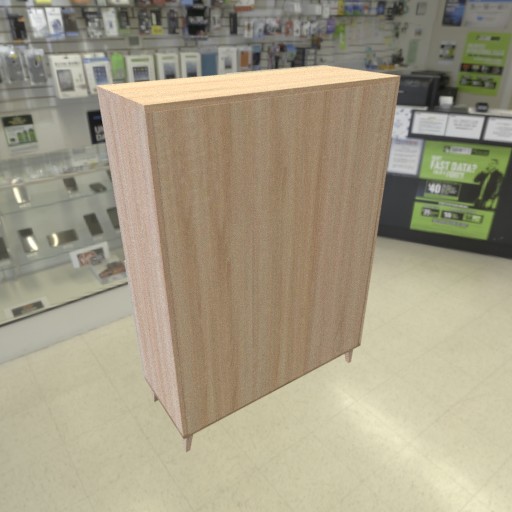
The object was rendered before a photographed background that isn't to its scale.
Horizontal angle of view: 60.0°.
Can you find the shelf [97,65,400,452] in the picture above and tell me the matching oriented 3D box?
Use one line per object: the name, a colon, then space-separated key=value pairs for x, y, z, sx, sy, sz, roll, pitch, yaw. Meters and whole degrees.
shelf: x=0.000 y=0.000 z=1.882 sx=0.995 sy=1.405 sz=0.434 roll=-19 pitch=34 yaw=-30
